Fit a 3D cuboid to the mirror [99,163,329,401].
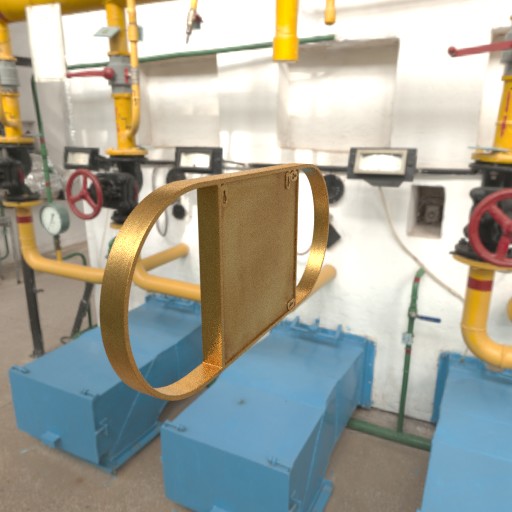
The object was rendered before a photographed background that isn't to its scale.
[{"bbox_3d":[0.000,0.000,0.668,0.032,0.254,0.584,8,18,27],"label":"mirror"}]
